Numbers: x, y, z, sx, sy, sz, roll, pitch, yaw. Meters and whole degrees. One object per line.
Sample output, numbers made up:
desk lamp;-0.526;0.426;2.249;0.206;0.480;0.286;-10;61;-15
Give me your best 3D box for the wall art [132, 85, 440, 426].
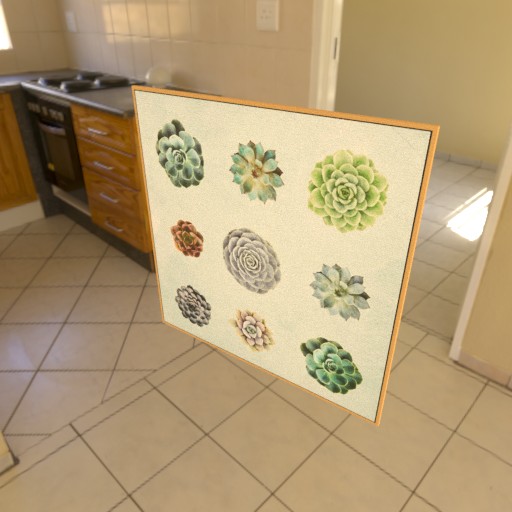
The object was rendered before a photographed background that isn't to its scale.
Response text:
wall art;0.000;0.000;1.435;0.962;0.959;0.013;19;35;29
